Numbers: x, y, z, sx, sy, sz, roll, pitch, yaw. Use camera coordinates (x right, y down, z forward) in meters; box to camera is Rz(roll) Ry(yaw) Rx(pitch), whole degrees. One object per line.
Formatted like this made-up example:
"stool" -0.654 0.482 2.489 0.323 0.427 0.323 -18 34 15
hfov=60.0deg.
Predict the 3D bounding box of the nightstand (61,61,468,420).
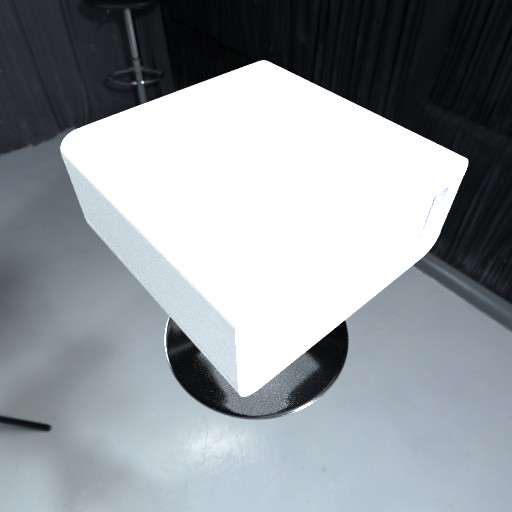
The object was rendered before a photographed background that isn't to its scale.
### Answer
"nightstand" 0.000 0.000 0.754 0.399 0.447 0.404 -32 55 -27
